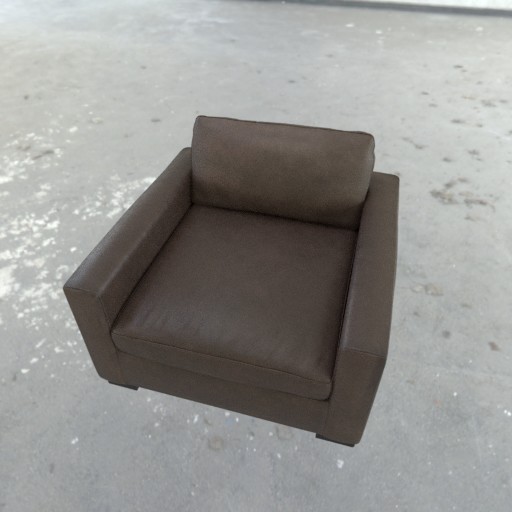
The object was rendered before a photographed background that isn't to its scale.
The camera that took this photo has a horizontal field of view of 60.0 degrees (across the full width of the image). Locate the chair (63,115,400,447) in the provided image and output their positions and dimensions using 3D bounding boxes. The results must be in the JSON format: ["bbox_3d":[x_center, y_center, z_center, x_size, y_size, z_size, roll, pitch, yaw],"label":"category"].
[{"bbox_3d":[0.000,0.000,1.826,1.100,0.812,1.069,10,42,12],"label":"chair"}]
